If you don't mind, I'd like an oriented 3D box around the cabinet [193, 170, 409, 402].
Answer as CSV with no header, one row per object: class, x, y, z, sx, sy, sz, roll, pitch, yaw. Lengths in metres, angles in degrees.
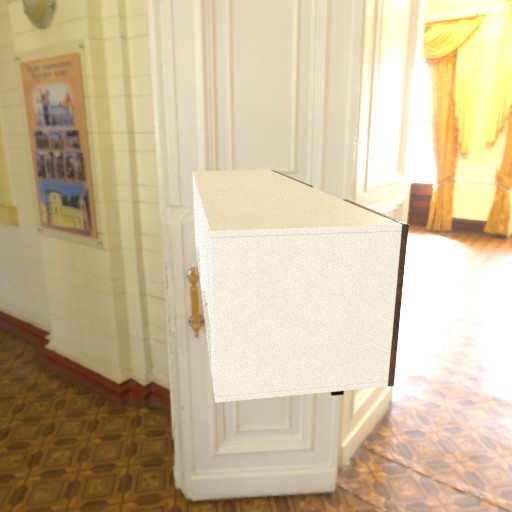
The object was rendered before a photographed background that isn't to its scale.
cabinet,0.000,0.000,1.714,0.431,0.533,1.499,-2,16,-9
